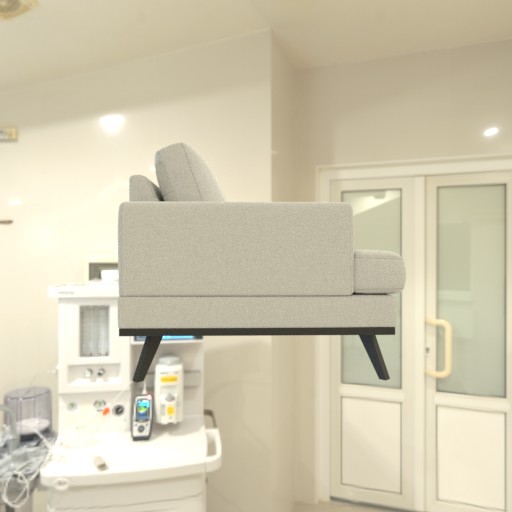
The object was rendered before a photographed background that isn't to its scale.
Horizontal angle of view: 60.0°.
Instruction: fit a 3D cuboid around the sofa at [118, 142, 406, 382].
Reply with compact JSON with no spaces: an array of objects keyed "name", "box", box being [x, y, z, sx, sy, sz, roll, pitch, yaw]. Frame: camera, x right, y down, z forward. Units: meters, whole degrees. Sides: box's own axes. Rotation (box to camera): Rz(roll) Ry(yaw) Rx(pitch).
[{"name":"sofa","box":[0.000,0.000,2.205,0.920,0.810,1.650,0,0,-2]}]
